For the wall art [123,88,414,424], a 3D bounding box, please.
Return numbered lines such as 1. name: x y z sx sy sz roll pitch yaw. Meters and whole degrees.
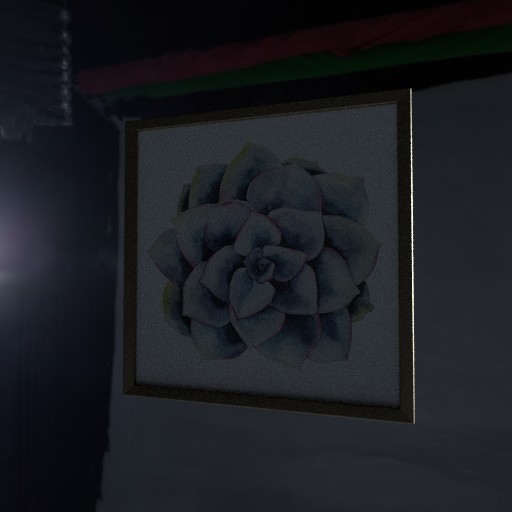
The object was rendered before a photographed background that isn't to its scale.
1. wall art: 0.000 0.000 0.756 0.503 0.506 0.030 -1 -2 18
